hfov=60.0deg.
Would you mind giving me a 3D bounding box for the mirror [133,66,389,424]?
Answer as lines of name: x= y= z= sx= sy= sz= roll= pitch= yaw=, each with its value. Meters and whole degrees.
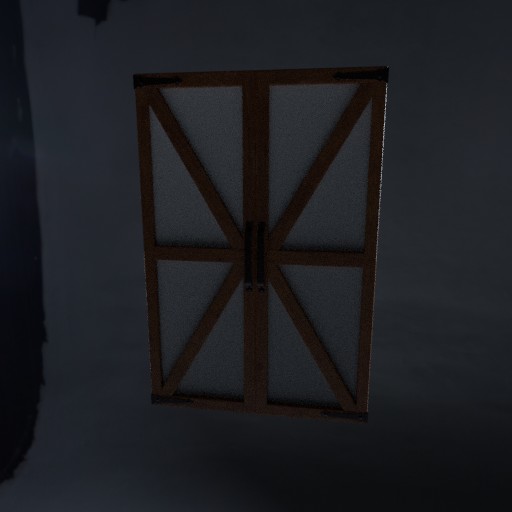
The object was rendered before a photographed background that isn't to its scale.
mirror: x=0.000 y=0.000 z=0.972 sx=0.517 sy=0.761 sz=0.053 roll=2 pitch=13 yaw=9
